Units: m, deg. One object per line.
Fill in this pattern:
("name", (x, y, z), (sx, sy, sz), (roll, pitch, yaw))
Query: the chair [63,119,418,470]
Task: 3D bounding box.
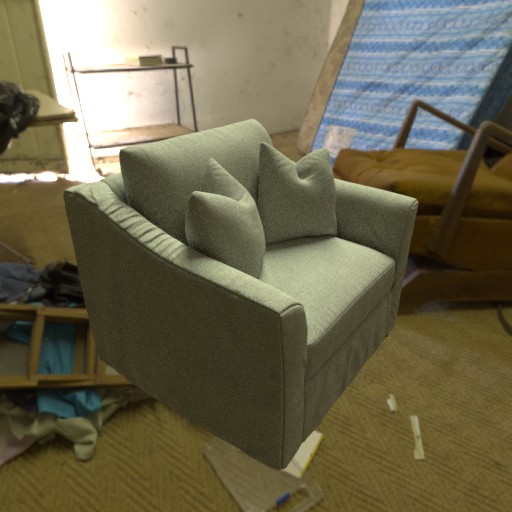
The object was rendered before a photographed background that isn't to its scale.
("chair", (0.000, 0.000, 2.042), (1.071, 1.059, 1.194), (19, 33, 32))
